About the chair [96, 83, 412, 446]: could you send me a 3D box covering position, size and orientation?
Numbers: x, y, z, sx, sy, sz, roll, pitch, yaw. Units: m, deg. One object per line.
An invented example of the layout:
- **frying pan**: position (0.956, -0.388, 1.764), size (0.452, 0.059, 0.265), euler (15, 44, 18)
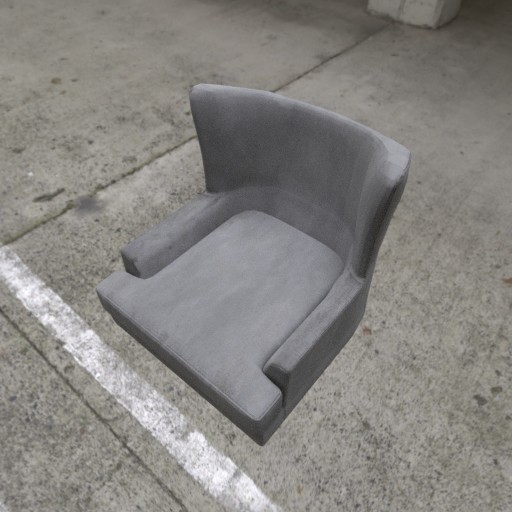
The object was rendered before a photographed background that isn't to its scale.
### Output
- **chair**: position (0.000, 0.000, 1.605), size (0.784, 0.950, 0.906), euler (31, 54, 26)
